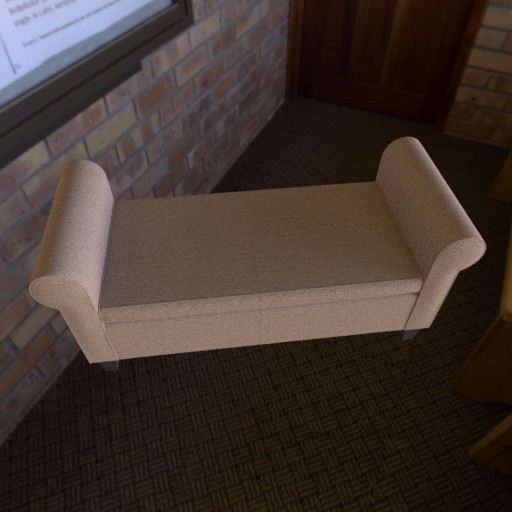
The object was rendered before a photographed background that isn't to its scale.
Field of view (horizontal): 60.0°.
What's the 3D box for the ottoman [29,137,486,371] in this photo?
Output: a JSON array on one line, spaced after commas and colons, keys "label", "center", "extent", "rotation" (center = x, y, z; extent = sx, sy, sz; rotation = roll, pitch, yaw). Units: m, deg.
[{"label": "ottoman", "center": [0.000, 0.000, 1.533], "extent": [1.256, 0.547, 0.521], "rotation": [-5, 48, -5]}]
